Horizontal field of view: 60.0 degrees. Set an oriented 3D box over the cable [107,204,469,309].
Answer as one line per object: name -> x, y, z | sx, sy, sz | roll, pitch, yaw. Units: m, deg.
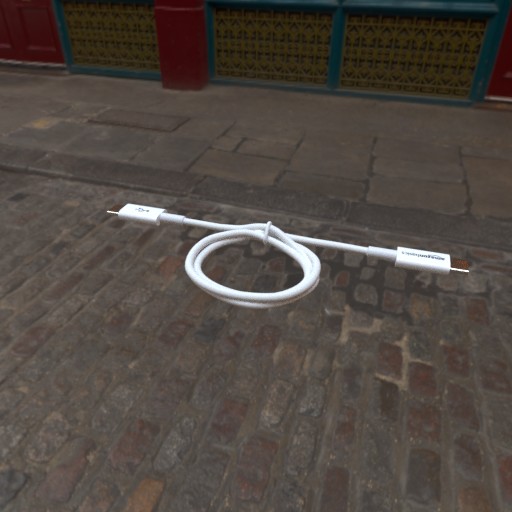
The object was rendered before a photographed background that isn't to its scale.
cable -> 0.000, 0.000, 0.222 | 0.203, 0.014, 0.070 | 10, 35, 15
